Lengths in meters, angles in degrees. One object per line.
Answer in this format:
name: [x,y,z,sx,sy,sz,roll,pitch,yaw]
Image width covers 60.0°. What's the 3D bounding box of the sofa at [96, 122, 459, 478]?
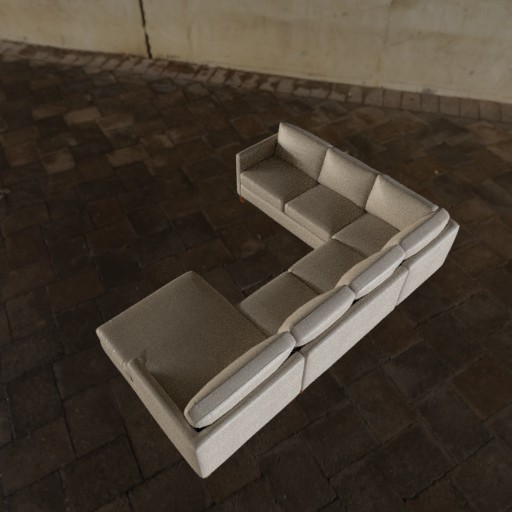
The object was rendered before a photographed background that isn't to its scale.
sofa: [0.000,0.000,4.654,3.460,0.961,2.594,-33,55,-27]
